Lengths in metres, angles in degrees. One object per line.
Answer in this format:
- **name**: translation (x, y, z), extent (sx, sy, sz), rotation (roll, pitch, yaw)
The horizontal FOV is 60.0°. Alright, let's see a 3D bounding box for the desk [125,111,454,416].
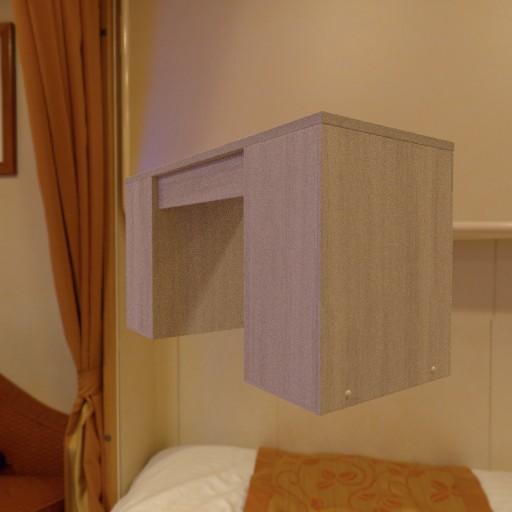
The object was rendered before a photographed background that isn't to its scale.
- **desk**: translation (0.000, 0.000, 1.809), extent (0.600, 0.740, 1.390), rotation (-1, 2, -35)
